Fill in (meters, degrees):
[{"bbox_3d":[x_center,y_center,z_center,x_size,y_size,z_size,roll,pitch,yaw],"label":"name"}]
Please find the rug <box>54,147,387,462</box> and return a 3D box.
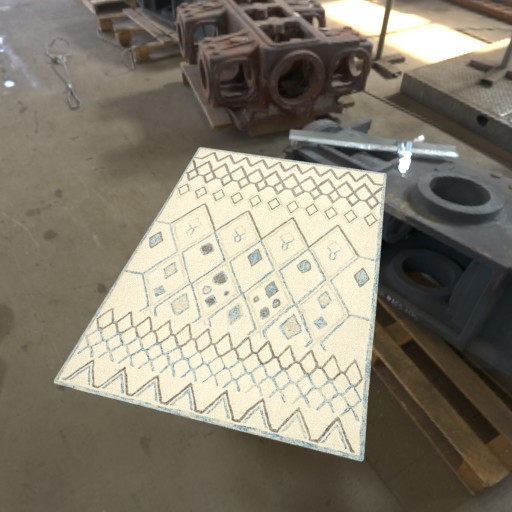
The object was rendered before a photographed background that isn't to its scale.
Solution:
[{"bbox_3d":[0.000,0.000,2.319,1.260,0.009,1.820,10,47,10],"label":"rug"}]
